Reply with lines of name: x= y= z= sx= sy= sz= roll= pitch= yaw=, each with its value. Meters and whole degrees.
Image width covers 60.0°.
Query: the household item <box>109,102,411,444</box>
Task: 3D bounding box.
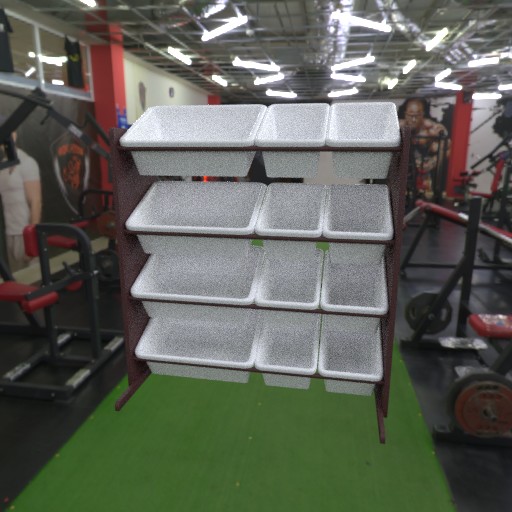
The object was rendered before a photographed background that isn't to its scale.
household item: x=0.000 y=0.000 z=1.289 sx=0.787 sy=0.864 sz=0.389 roll=3 pitch=14 yaw=11
